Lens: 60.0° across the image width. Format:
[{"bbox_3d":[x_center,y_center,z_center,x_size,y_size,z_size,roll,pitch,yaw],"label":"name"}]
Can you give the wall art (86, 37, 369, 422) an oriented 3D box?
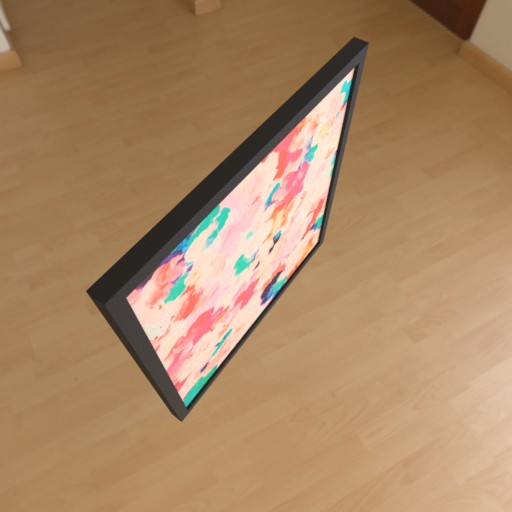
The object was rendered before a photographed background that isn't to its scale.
[{"bbox_3d":[0.000,0.000,0.443,0.015,0.304,0.306,32,63,18],"label":"wall art"}]
